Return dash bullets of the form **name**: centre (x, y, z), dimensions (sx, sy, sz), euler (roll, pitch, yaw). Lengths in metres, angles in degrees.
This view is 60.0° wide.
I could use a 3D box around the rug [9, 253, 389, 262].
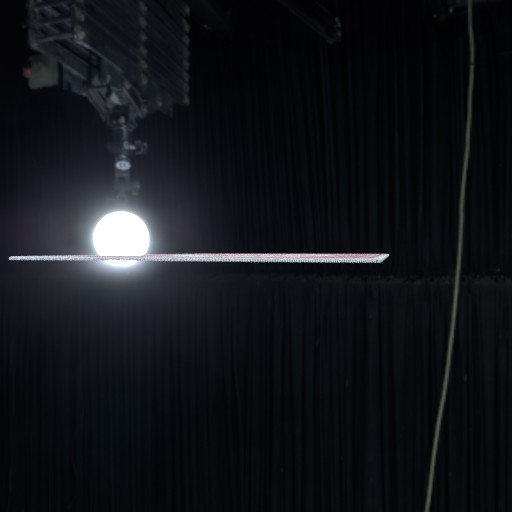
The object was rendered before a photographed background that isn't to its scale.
- **rug**: centre (0.000, 0.000, 2.154), dimensions (1.217, 0.011, 1.747), euler (0, 1, 17)
